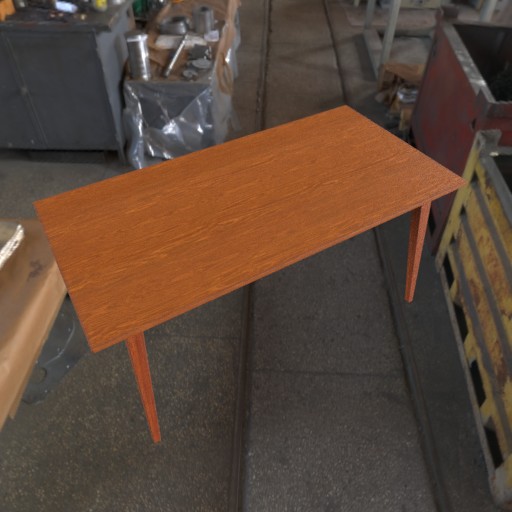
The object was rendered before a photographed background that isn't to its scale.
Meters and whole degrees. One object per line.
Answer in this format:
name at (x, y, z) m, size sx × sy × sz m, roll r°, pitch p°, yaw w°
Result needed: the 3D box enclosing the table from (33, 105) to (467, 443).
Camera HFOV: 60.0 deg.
table at (0.000, 0.000, 2.096) m, size 1.609 × 0.755 × 0.811 m, roll -23°, pitch 50°, yaw -21°
